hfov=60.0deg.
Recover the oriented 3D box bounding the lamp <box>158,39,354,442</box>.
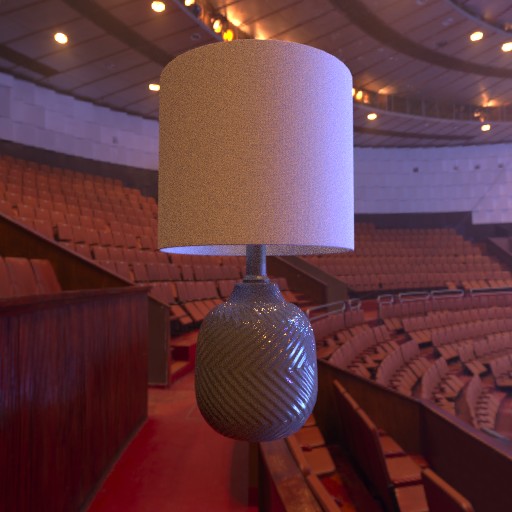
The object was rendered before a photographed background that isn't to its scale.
[{"bbox_3d":[0.000,0.000,0.477,0.207,0.366,0.207,1,-3,-19],"label":"lamp"}]
